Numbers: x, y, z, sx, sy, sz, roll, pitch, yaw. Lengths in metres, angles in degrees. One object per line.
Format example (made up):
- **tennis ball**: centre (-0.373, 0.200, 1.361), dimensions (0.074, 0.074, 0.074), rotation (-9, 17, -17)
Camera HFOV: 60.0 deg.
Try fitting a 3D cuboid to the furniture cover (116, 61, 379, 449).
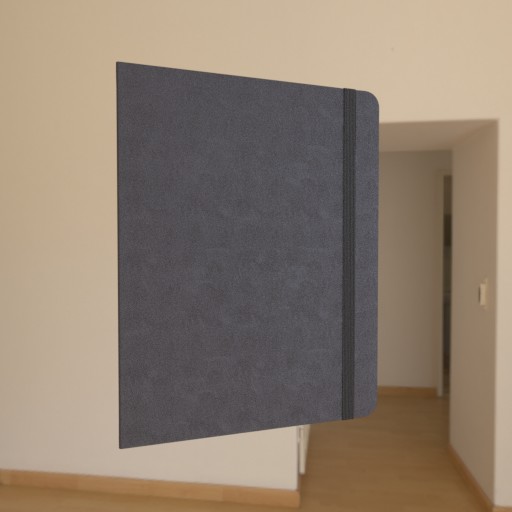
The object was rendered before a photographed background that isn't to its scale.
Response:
- **furniture cover**: centre (0.000, 0.000, 0.362), dimensions (0.216, 0.281, 0.023), rotation (0, 1, -18)
